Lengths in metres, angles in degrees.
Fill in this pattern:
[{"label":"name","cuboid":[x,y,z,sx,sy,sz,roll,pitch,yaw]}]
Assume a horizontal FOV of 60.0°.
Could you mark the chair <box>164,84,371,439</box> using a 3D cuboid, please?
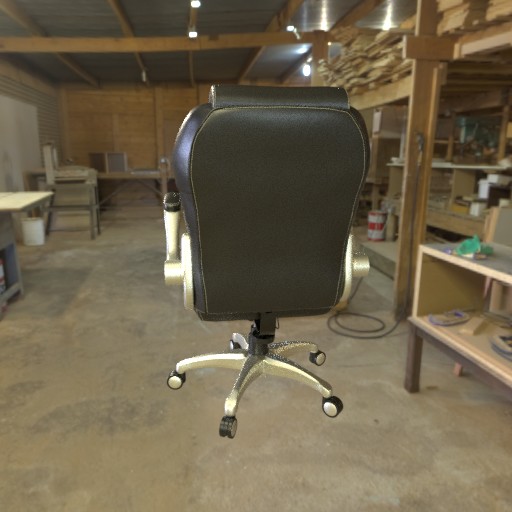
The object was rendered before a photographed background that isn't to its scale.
[{"label":"chair","cuboid":[0.000,0.000,1.693,0.724,1.141,0.801,-2,14,-9]}]
